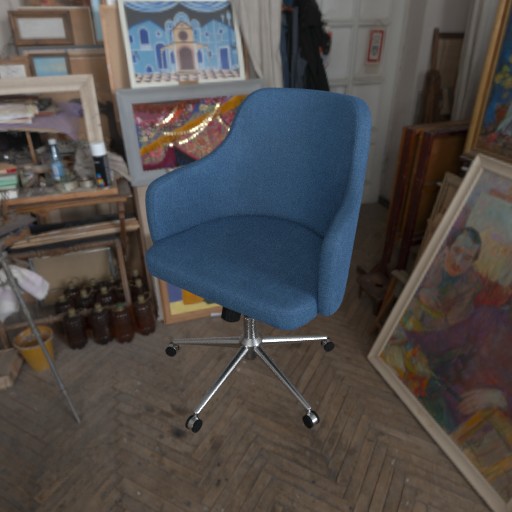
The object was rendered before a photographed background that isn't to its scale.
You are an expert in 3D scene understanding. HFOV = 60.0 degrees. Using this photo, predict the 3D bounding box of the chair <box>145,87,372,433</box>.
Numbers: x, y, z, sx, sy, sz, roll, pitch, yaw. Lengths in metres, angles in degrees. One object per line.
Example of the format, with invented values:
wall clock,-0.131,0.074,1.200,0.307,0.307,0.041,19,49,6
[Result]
chair,0.000,0.000,1.263,0.599,0.820,0.655,19,34,30
